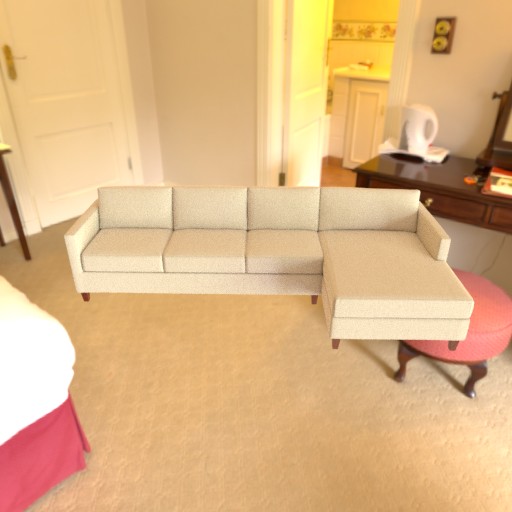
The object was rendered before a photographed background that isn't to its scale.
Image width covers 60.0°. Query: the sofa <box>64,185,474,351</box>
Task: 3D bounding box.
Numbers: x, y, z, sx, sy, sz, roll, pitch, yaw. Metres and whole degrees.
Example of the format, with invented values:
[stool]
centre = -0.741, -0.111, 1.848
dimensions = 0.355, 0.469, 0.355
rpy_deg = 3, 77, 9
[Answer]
[sofa]
centre = 0.000, 0.000, 4.179
dimensions = 3.471, 0.954, 1.599
rpy_deg = 1, 28, 1
